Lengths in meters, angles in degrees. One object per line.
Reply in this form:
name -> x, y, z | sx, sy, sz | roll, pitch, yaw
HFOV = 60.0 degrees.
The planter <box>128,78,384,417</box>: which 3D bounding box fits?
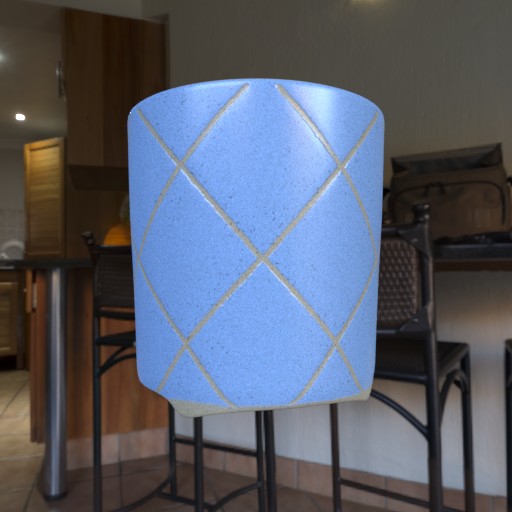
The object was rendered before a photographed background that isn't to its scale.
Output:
planter -> 0.000, 0.000, 0.407 | 0.227, 0.235, 0.227 | 0, -1, 0
